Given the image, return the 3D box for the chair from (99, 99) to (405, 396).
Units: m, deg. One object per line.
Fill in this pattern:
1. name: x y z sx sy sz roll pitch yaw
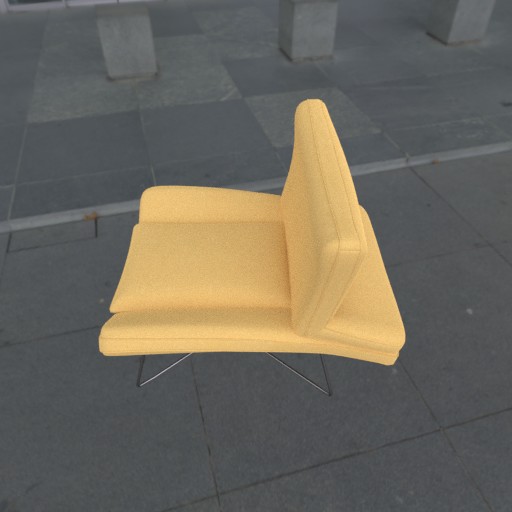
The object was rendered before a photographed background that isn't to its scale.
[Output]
1. chair: 0.000 0.000 1.659 1.008 0.855 0.859 0 43 0
